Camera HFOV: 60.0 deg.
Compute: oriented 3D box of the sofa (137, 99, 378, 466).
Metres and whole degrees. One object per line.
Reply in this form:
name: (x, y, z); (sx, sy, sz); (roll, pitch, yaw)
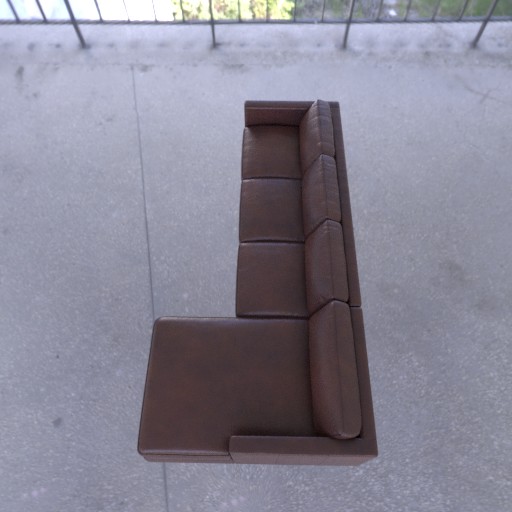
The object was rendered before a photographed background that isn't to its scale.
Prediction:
sofa: (0.000, 0.000, 3.807); (1.581, 0.883, 3.203); (1, 60, 1)
